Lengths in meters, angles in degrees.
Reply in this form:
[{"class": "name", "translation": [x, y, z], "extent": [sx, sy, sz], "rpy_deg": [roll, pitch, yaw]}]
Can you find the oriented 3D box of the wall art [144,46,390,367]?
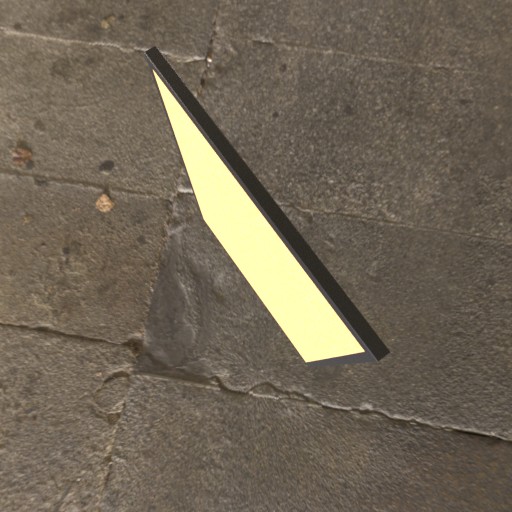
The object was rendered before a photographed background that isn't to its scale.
[{"class": "wall art", "translation": [0.000, 0.000, 1.350], "extent": [0.030, 1.027, 0.774], "rpy_deg": [-34, 78, -8]}]
